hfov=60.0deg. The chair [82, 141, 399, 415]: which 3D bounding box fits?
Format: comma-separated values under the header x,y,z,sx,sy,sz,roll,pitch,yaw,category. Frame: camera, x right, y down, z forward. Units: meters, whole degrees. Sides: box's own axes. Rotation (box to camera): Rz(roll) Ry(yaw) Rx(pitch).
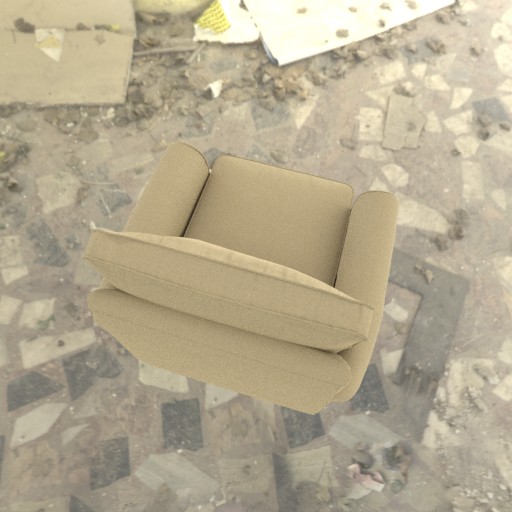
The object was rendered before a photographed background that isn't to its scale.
x,y,z,sx,sy,sz,roll,pitch,yaw,category
0.000,0.000,1.788,1.029,0.967,0.966,15,65,7,chair
